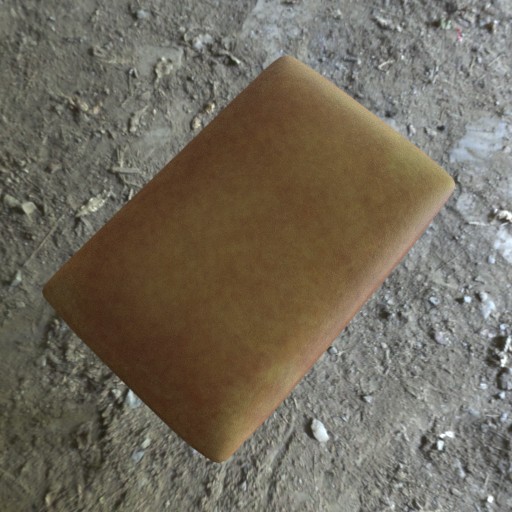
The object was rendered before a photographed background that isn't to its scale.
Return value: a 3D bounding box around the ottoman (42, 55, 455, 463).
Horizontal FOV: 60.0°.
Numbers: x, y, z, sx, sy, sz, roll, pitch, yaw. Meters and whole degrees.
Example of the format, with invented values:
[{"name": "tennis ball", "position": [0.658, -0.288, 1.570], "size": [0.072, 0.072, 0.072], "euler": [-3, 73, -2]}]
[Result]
[{"name": "ottoman", "position": [0.000, 0.000, 1.174], "size": [0.565, 0.507, 0.852], "euler": [41, 79, 10]}]
